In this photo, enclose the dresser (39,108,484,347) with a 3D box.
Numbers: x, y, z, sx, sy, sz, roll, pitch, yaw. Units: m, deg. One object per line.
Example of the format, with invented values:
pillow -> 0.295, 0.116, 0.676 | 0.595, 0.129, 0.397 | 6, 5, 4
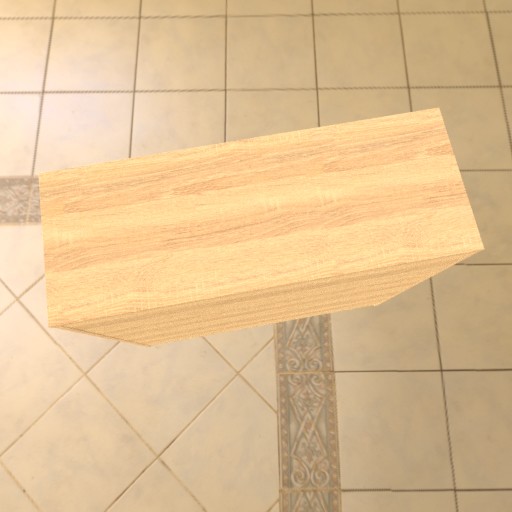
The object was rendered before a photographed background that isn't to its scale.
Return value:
dresser -> 0.000, 0.000, 1.461 | 0.980, 0.900, 0.380 | -10, 76, -3
